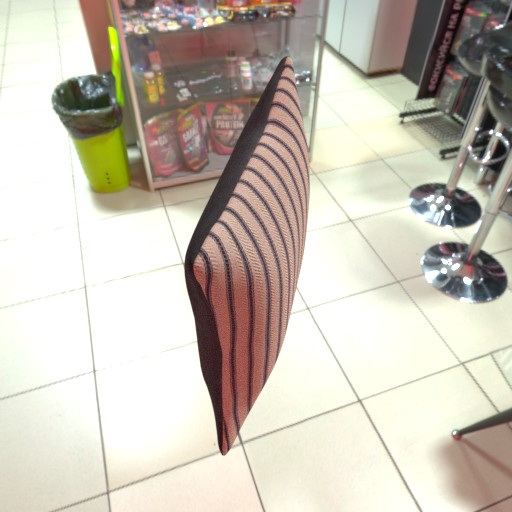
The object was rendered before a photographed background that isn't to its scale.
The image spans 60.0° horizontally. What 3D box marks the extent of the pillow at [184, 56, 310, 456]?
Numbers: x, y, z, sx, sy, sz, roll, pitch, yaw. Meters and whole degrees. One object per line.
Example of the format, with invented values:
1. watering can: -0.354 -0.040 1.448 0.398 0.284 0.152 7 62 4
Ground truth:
1. pillow: 0.000 0.000 0.699 0.138 0.444 0.468 10 47 9
